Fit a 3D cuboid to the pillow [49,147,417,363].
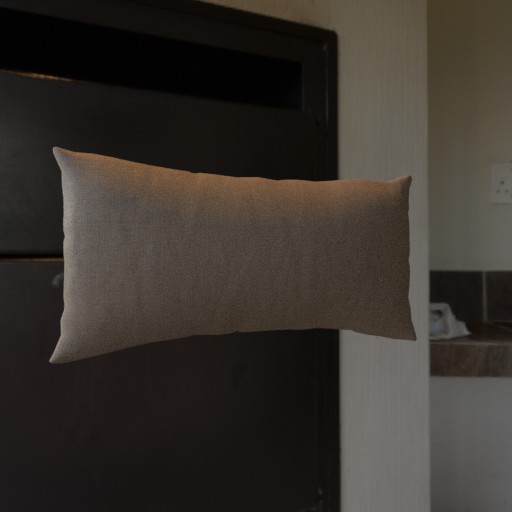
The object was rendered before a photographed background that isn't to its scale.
[{"bbox_3d":[0.000,0.000,0.720,0.612,0.308,0.148,0,-1,-17],"label":"pillow"}]
